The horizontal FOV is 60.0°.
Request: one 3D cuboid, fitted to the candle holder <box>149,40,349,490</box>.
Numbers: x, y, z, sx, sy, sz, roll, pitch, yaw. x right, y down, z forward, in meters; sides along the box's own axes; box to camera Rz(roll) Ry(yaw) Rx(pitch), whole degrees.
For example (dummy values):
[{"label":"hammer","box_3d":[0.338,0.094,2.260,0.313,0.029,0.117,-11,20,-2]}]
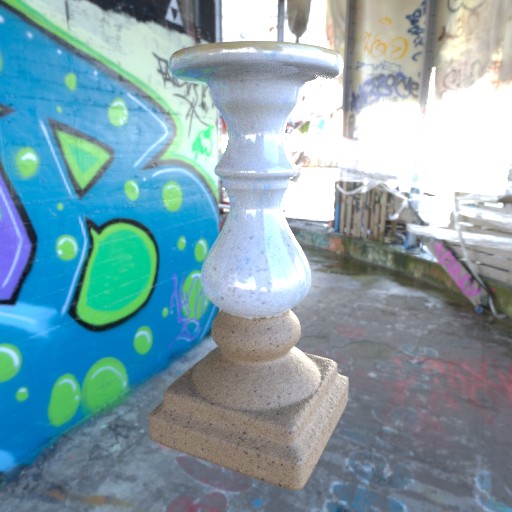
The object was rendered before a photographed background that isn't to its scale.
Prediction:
[{"label":"candle holder","box_3d":[0.000,0.000,0.290,0.110,0.239,0.110,7,16,25]}]
